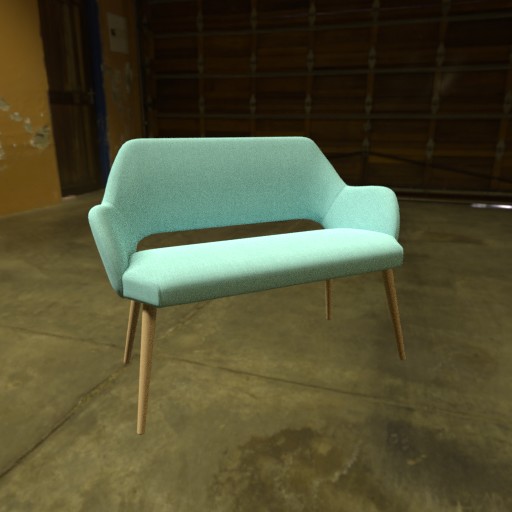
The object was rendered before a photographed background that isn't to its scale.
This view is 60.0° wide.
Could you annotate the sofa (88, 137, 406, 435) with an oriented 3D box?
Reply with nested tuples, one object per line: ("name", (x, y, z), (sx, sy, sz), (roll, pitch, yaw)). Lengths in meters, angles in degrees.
("sofa", (0.000, 0.000, 1.652), (1.150, 0.840, 0.610), (-8, 18, -24))
